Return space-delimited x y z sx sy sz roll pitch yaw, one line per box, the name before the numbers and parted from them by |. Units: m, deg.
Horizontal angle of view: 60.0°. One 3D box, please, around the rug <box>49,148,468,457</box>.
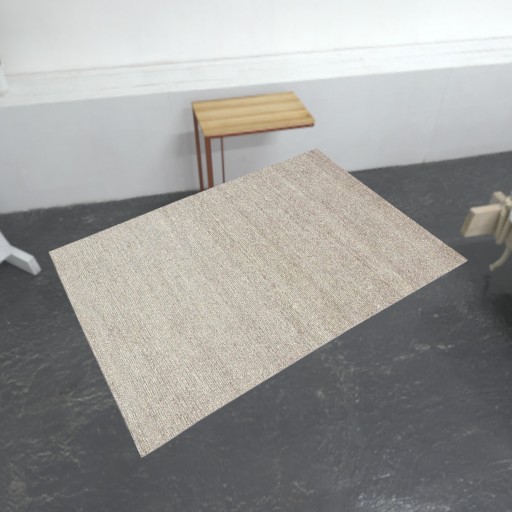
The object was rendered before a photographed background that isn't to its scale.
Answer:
rug | 0.000 0.000 2.989 2.342 0.030 1.609 -25 52 -22
